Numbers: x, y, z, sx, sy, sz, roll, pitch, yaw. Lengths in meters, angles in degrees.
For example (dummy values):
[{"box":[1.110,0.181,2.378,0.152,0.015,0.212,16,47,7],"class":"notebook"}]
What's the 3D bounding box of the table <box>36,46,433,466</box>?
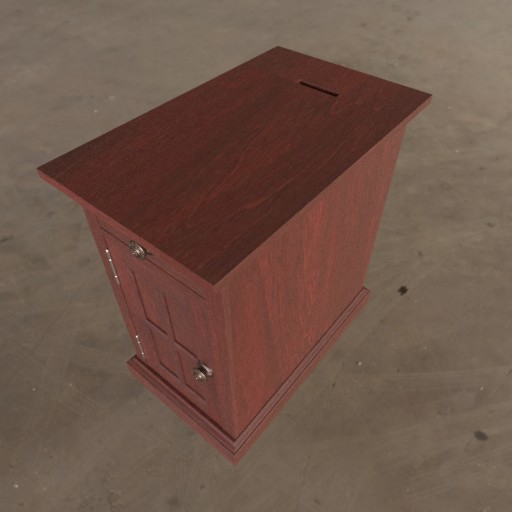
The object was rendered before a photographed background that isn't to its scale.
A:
[{"box":[0.000,0.000,0.949,0.356,0.612,0.584,31,54,26],"class":"table"}]
